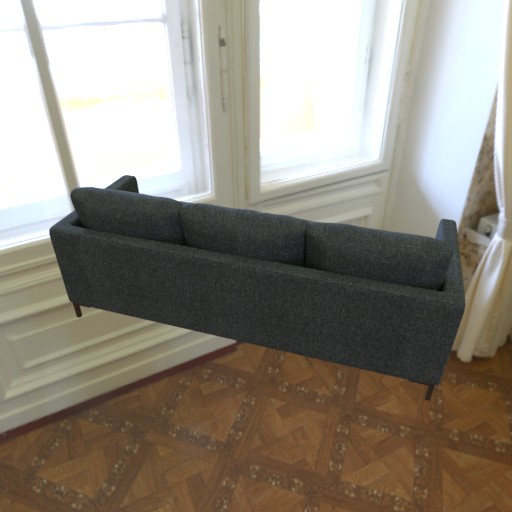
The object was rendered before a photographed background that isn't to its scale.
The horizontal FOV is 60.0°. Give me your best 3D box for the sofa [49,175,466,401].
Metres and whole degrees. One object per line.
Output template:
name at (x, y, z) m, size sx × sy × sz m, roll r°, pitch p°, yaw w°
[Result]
sofa at (0.000, 0.000, 2.683) m, size 2.218 × 0.874 × 0.859 m, roll 10°, pitch 35°, yaw 15°
